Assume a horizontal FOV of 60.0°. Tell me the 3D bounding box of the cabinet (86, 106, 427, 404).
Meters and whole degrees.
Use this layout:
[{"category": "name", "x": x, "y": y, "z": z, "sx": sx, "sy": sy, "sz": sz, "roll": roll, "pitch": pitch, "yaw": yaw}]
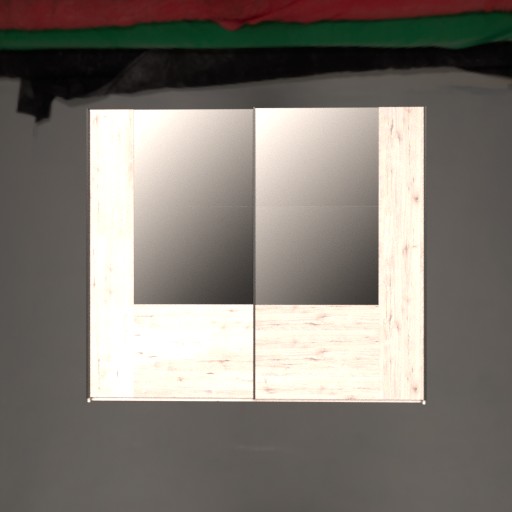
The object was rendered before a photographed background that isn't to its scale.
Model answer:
[{"category": "cabinet", "x": 0.000, "y": 0.000, "z": 3.575, "sx": 2.500, "sy": 2.180, "sz": 0.660, "roll": 0, "pitch": 0, "yaw": 1}]
